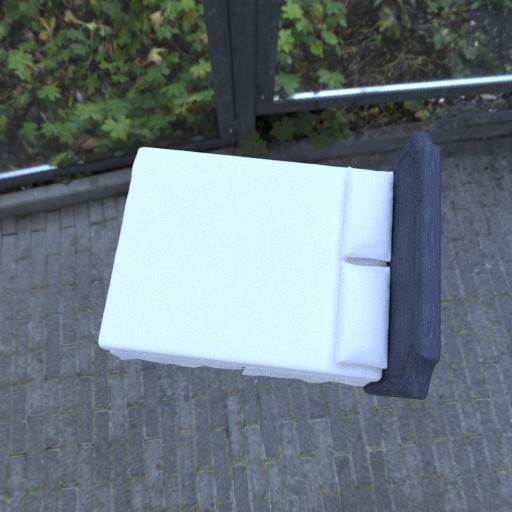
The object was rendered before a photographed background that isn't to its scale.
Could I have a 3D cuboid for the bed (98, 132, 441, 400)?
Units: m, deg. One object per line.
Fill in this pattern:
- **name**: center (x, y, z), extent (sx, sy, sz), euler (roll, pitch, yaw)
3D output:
- **bed**: center (0.000, 0.000, 3.136), extent (2.116, 1.290, 1.693), euler (6, 74, 2)
